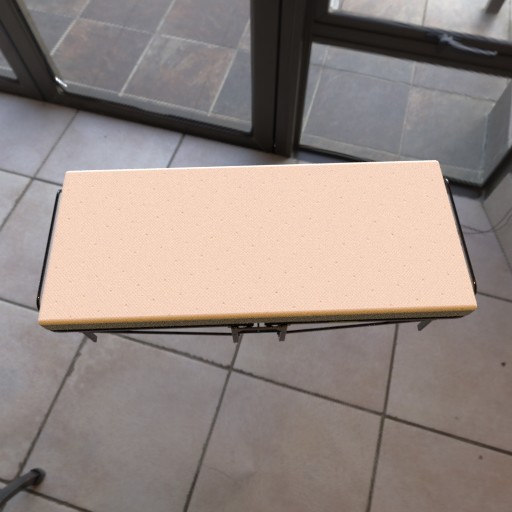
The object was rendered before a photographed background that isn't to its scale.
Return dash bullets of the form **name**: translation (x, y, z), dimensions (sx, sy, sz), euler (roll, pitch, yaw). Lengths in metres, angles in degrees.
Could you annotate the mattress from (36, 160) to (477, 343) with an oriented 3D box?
- **mattress**: translation (0.000, 0.000, 2.503), dimensions (2.153, 0.519, 0.922), euler (-2, 64, -1)
